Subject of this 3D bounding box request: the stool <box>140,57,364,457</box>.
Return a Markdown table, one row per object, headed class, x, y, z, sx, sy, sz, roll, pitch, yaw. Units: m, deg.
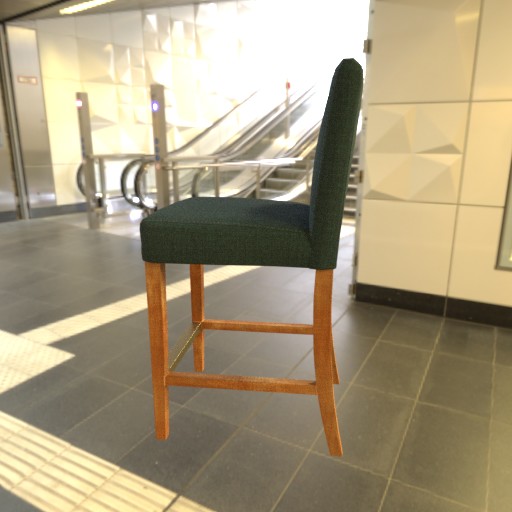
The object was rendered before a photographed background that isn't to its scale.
| class | x | y | z | sx | sy | sz | roll | pitch | yaw |
| --- | --- | --- | --- | --- | --- | --- | --- | --- | --- |
| stool | 0.000 | 0.000 | 1.343 | 0.567 | 1.039 | 0.454 | 2 | 15 | 9 |
